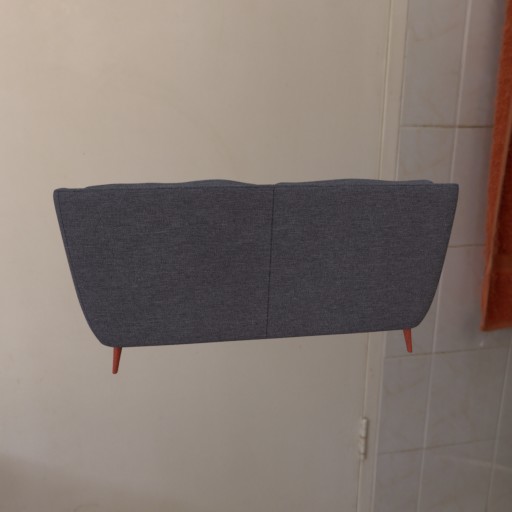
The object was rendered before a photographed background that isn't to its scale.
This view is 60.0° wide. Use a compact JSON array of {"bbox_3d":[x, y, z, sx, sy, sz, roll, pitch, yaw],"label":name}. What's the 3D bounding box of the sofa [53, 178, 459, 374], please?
[{"bbox_3d":[0.000,0.000,2.466,1.929,0.896,0.975,-2,14,-8],"label":"sofa"}]
